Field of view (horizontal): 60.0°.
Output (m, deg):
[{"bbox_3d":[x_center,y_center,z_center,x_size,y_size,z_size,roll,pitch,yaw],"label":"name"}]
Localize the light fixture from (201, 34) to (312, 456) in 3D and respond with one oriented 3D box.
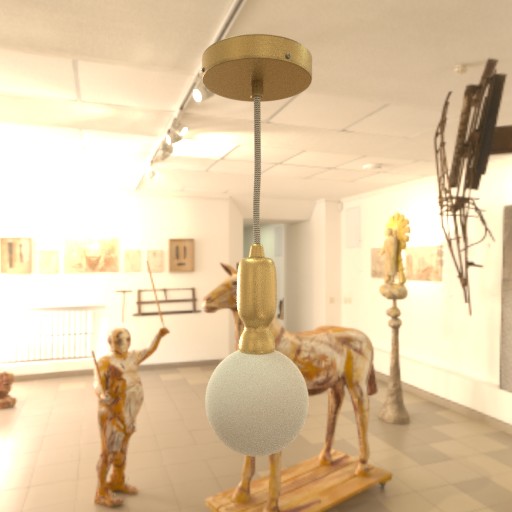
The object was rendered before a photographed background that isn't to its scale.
[{"bbox_3d":[0.000,0.000,0.579,0.146,0.510,0.147,0,0,-20],"label":"light fixture"}]
